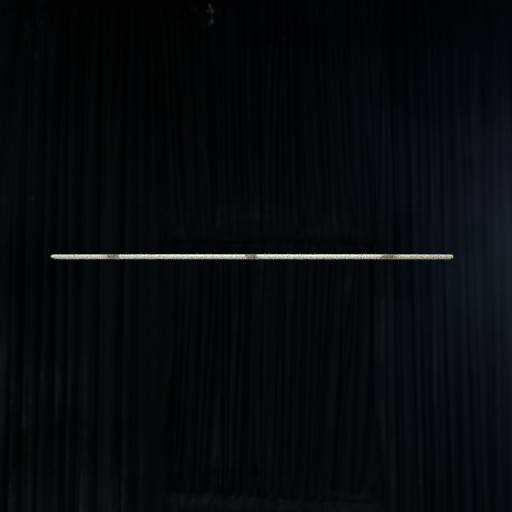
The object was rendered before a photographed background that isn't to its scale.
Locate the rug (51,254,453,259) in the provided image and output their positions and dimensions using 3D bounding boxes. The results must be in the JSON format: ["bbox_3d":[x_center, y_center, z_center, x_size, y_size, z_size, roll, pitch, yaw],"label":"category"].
[{"bbox_3d":[0.000,0.000,4.108,2.399,0.026,3.000,0,0,1],"label":"rug"}]
